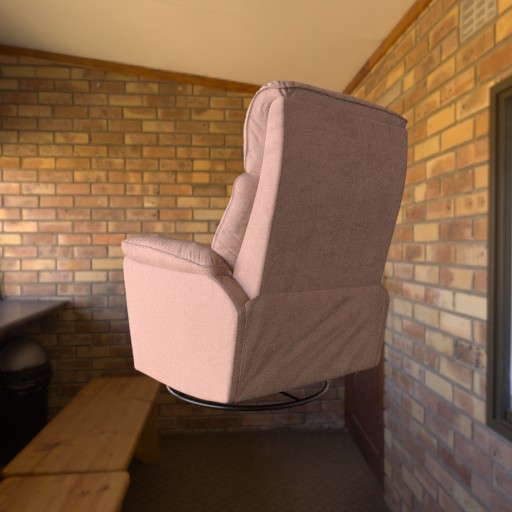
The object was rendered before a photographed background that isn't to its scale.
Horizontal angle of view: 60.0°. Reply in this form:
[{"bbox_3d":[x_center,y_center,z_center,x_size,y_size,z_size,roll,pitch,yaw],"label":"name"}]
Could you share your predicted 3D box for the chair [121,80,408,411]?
[{"bbox_3d":[0.000,0.000,1.748,0.820,1.037,1.004,-1,1,-37],"label":"chair"}]
